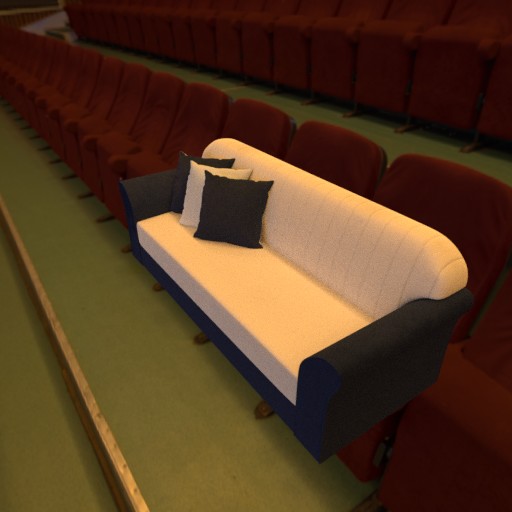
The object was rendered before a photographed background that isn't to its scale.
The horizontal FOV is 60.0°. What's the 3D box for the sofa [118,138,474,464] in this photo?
[{"bbox_3d":[0.000,0.000,2.386,0.749,0.789,2.006,-20,37,-29],"label":"sofa"}]
